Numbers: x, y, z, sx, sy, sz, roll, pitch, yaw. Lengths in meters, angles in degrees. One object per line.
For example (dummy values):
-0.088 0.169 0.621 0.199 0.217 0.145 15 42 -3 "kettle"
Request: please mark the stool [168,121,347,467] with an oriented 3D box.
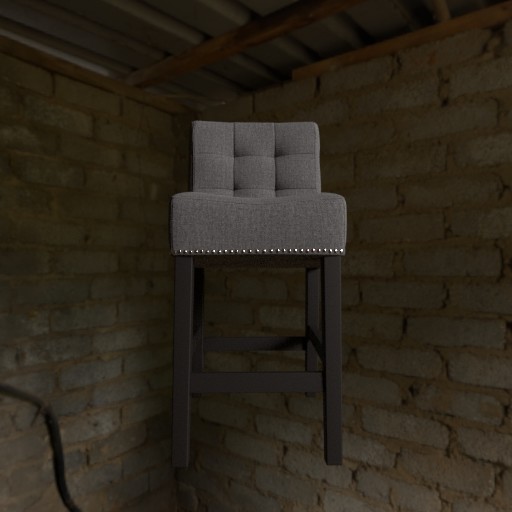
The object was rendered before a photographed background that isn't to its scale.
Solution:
0.000 0.000 1.208 0.427 0.885 0.571 0 -1 -1 "stool"
